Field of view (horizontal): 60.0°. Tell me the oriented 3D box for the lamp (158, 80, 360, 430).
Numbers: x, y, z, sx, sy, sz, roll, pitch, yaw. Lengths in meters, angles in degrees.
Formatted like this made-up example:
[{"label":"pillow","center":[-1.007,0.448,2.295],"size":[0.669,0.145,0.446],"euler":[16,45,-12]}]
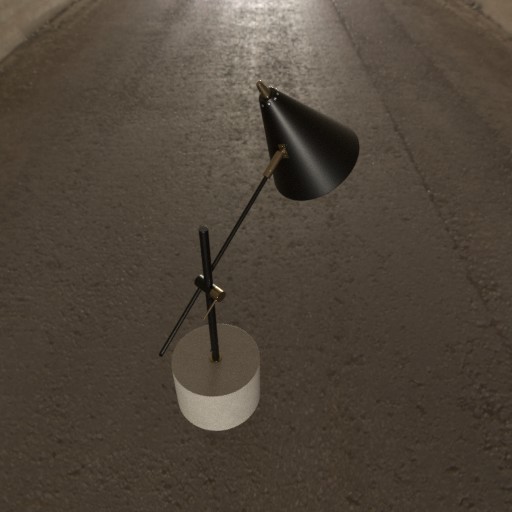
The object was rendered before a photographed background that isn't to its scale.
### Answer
[{"label":"lamp","center":[0.000,0.000,0.721],"size":[0.403,0.518,0.214],"euler":[-25,46,-26]}]
